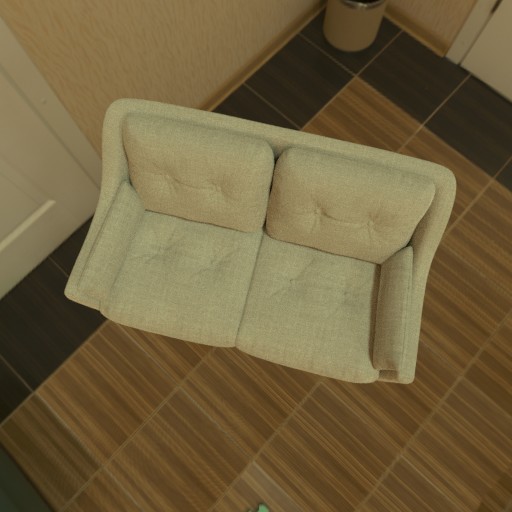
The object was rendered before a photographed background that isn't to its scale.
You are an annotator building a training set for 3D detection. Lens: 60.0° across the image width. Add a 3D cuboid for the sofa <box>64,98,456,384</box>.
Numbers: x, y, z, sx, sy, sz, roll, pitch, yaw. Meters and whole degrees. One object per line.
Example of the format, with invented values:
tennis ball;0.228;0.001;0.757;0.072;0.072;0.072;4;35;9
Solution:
sofa;0.000;0.000;2.221;1.652;0.888;0.965;13;75;4
